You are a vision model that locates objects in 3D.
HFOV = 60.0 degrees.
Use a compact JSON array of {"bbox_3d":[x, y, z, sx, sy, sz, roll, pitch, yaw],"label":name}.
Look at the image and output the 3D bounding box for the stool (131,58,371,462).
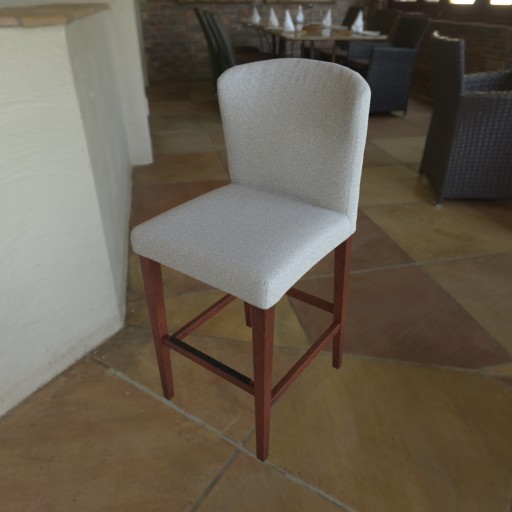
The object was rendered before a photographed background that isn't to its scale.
[{"bbox_3d":[0.000,0.000,1.367,0.479,1.069,0.568,20,36,31],"label":"stool"}]
